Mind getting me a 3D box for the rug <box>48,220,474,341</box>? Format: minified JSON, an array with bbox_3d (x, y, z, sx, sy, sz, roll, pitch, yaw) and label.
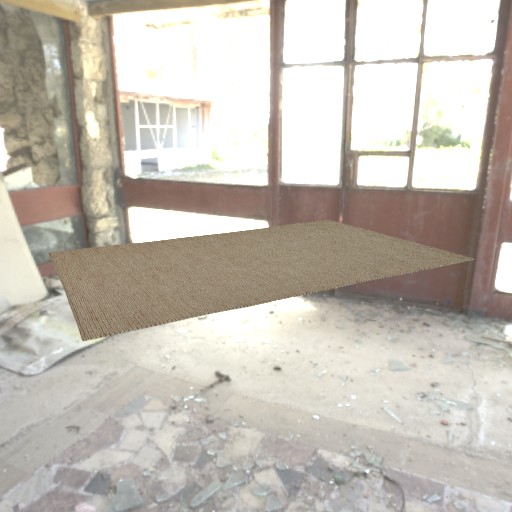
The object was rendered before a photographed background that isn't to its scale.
[{"bbox_3d":[0.000,0.000,2.991,2.439,0.011,1.533,-9,18,-28],"label":"rug"}]
